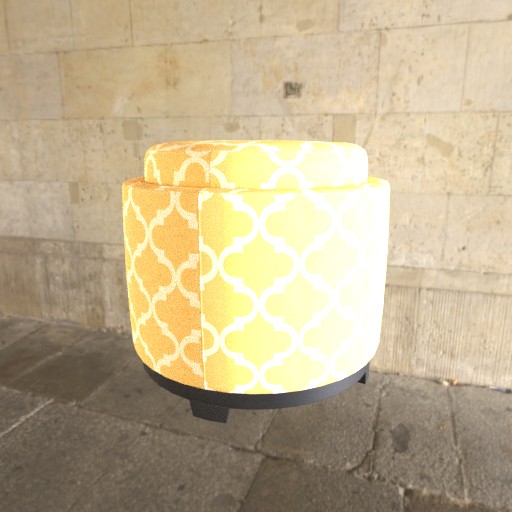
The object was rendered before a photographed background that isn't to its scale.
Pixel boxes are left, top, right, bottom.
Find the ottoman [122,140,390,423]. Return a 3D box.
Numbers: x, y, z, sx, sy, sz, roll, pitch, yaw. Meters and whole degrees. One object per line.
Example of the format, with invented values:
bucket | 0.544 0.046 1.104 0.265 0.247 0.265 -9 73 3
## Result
ottoman | 0.000 0.000 0.849 0.480 0.429 0.480 0 14 0
